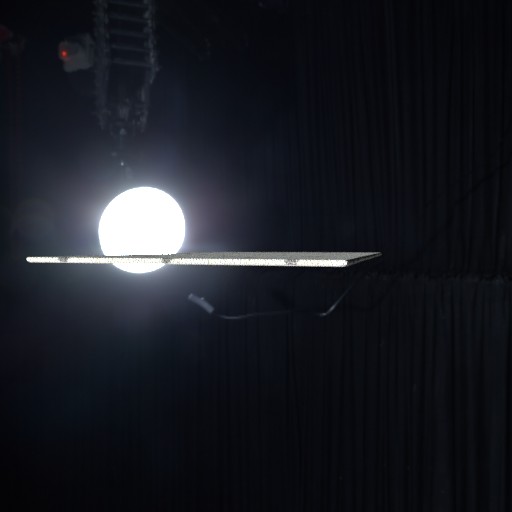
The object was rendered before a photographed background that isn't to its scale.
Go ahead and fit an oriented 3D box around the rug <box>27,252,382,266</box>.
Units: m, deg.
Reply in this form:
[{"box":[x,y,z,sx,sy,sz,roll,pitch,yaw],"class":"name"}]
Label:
[{"box":[0.000,0.000,2.947,1.501,0.024,2.348,0,1,19],"class":"rug"}]
